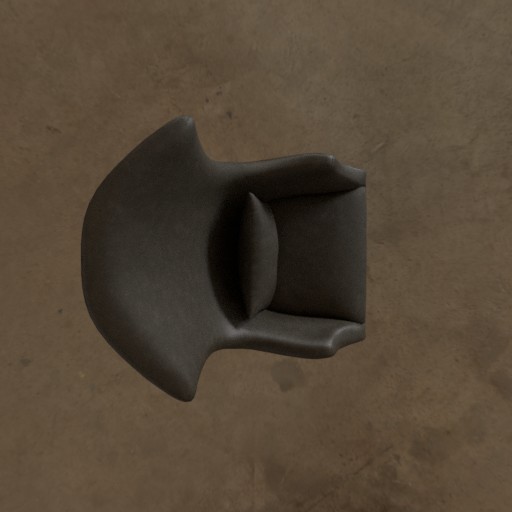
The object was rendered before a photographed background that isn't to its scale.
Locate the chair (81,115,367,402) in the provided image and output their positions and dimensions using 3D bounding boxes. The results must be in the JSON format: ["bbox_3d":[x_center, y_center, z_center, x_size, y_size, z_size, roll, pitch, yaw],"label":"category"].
[{"bbox_3d":[0.000,0.000,1.737,0.954,1.068,0.819,0,91,0],"label":"chair"}]
